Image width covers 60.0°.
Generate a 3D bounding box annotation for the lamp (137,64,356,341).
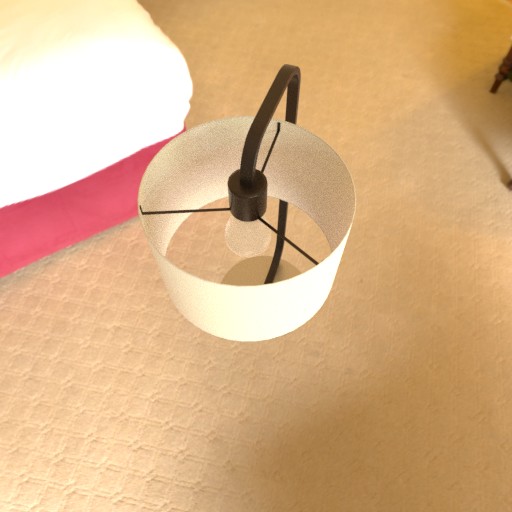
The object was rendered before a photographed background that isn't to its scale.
[{"bbox_3d":[0.000,0.000,0.636,0.230,0.473,0.288,17,60,10],"label":"lamp"}]
